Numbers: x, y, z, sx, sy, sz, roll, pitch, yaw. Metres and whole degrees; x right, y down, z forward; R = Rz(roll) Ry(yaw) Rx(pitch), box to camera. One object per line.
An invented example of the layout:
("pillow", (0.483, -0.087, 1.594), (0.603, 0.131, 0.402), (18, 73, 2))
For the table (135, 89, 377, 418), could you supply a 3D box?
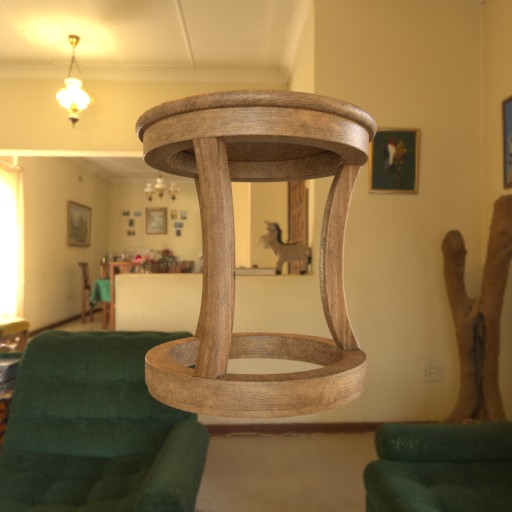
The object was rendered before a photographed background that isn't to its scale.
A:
("table", (0.000, 0.000, 0.821), (0.432, 0.460, 0.432), (0, 0, 0))
